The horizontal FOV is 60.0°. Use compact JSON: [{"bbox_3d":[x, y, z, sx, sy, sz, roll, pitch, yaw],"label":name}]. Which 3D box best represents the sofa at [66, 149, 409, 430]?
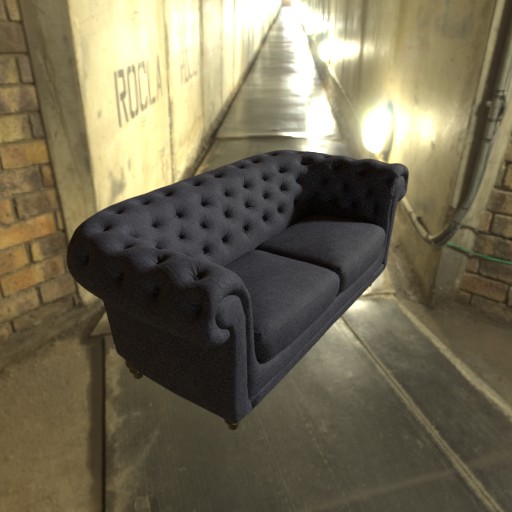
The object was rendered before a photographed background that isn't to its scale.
[{"bbox_3d":[0.000,0.000,2.512,1.082,0.833,1.988,18,32,31],"label":"sofa"}]
